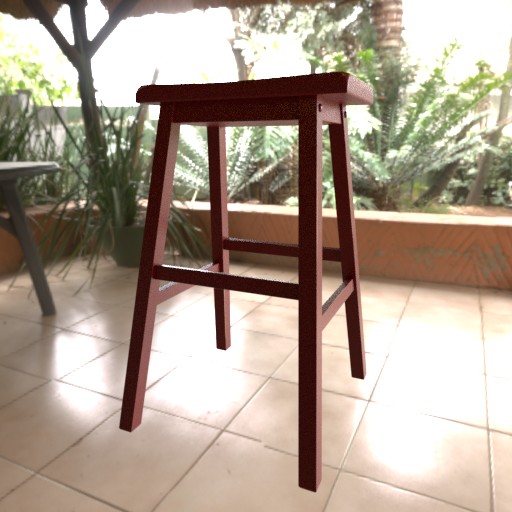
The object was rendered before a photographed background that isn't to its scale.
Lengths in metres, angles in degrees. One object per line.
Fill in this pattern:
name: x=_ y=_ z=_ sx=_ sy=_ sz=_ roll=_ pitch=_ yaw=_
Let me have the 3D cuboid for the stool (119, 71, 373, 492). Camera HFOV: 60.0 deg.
stool: x=0.000 y=0.000 z=1.021 sx=0.457 sy=0.737 sz=0.476 roll=6 pitch=15 yaw=24
